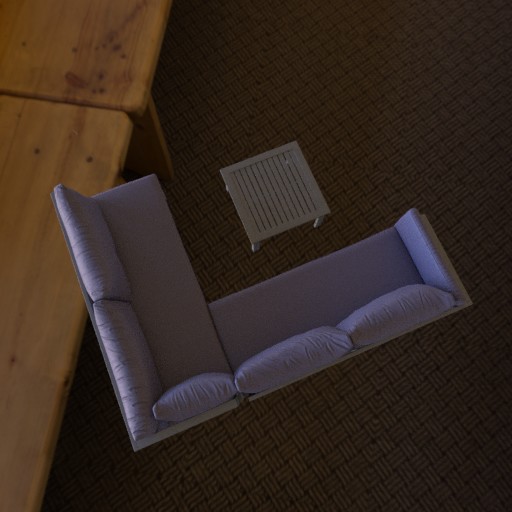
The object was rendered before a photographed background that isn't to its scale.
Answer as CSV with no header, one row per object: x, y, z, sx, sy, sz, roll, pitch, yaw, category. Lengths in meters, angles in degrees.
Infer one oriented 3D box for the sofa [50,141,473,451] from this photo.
0.000,0.000,2.979,2.149,0.762,1.658,-22,77,-5,sofa
